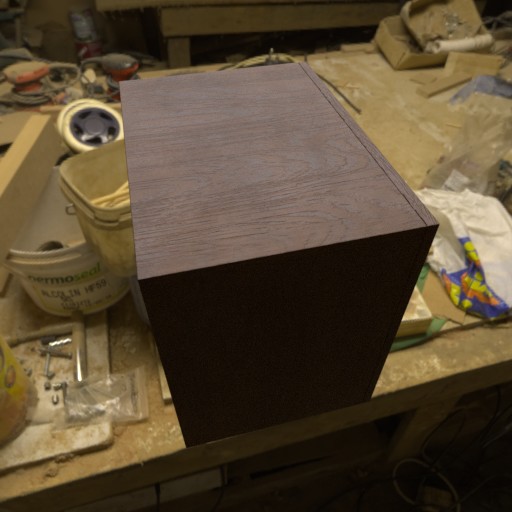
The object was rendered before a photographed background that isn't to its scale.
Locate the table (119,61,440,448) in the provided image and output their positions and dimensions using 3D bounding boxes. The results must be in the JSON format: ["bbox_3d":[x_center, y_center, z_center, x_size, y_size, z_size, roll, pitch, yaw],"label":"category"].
[{"bbox_3d":[0.000,0.000,0.969,0.439,0.585,0.560,-10,47,-10],"label":"table"}]
